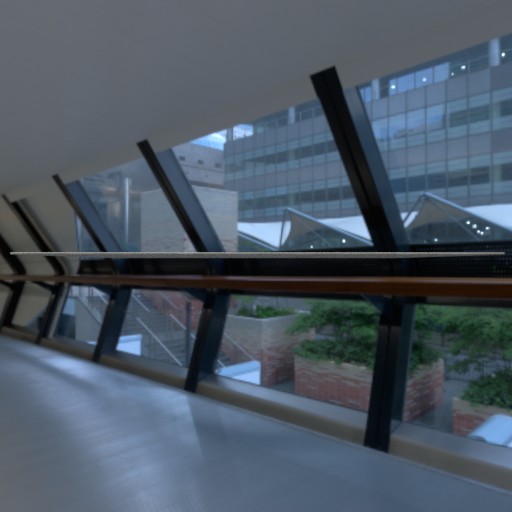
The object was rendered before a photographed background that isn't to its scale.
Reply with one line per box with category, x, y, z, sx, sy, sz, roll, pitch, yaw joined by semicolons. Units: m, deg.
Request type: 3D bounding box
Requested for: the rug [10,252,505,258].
rug;0.000;0.000;2.788;2.284;0.008;1.522;0;-1;-1
